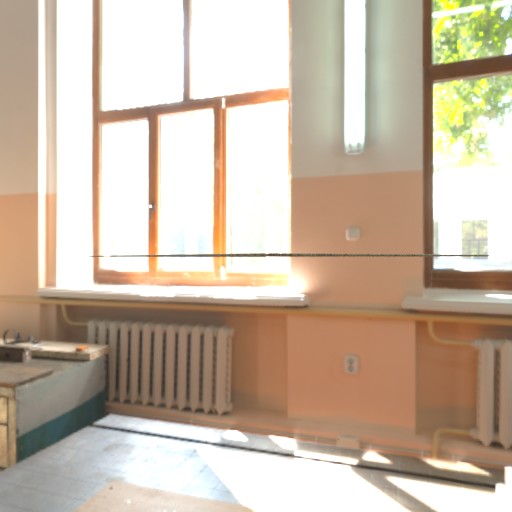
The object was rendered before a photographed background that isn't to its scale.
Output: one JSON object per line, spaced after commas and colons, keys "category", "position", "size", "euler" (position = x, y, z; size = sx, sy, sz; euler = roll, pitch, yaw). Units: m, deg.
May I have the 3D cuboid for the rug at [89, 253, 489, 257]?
{"category": "rug", "position": [0.000, 0.000, 2.319], "size": [1.211, 0.007, 1.827], "euler": [0, 0, -36]}
